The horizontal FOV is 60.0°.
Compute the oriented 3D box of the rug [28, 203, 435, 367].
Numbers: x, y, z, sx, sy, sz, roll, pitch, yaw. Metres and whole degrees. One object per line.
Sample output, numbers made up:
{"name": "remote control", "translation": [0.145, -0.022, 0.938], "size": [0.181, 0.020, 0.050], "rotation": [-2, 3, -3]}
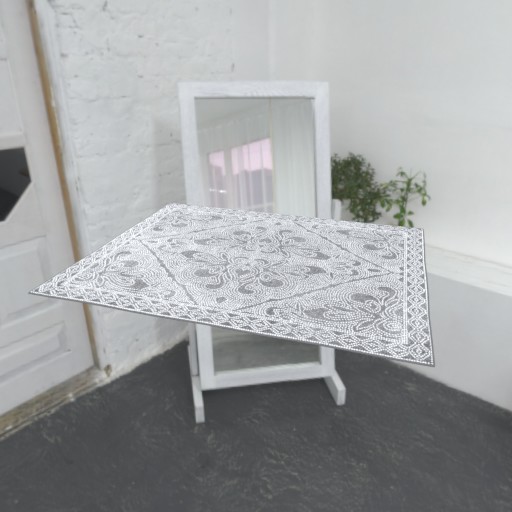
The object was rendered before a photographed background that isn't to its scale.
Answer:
{"name": "rug", "translation": [0.000, 0.000, 4.138], "size": [3.048, 0.012, 2.438], "rotation": [8, 26, 16]}
